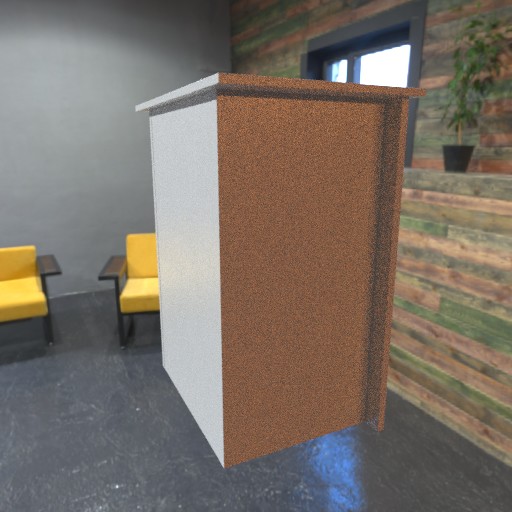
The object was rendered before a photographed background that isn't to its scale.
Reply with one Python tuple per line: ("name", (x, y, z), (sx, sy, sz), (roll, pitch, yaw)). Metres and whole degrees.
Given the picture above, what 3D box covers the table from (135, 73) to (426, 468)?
("table", (0.000, 0.000, 1.060), (0.406, 0.711, 0.589), (-7, 15, -25))
